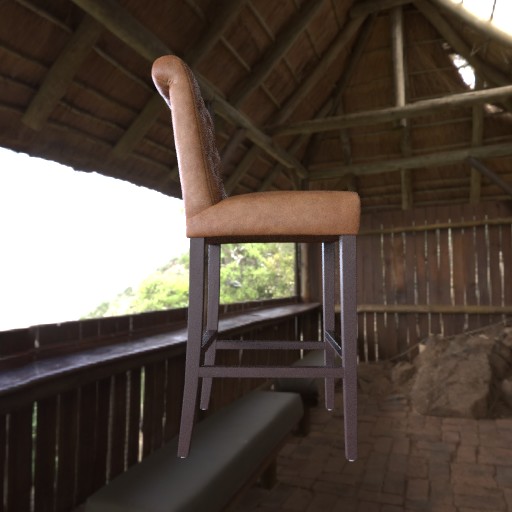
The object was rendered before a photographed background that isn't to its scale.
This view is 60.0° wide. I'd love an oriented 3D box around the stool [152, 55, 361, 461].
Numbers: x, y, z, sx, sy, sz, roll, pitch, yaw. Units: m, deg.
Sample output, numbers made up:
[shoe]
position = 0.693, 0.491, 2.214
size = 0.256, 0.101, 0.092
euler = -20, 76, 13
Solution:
[stool]
position = 0.000, 0.000, 1.462
size = 0.601, 1.140, 0.493
euler = 0, -1, 2
